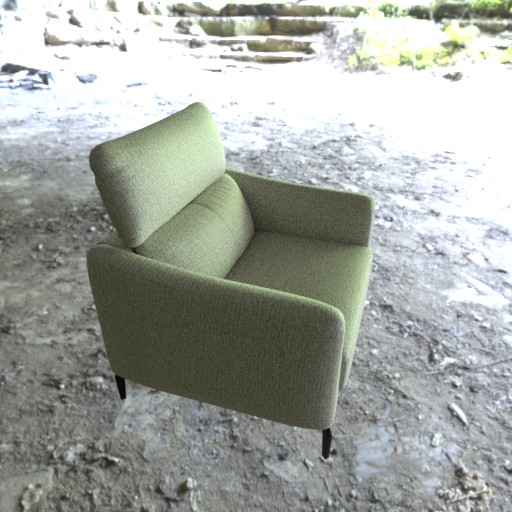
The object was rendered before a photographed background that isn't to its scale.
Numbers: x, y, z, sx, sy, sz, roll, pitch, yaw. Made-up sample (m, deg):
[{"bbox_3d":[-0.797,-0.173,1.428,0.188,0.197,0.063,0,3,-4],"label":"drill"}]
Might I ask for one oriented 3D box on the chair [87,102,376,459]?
[{"bbox_3d":[0.000,0.000,1.681,0.835,0.967,0.972,10,32,16],"label":"chair"}]
